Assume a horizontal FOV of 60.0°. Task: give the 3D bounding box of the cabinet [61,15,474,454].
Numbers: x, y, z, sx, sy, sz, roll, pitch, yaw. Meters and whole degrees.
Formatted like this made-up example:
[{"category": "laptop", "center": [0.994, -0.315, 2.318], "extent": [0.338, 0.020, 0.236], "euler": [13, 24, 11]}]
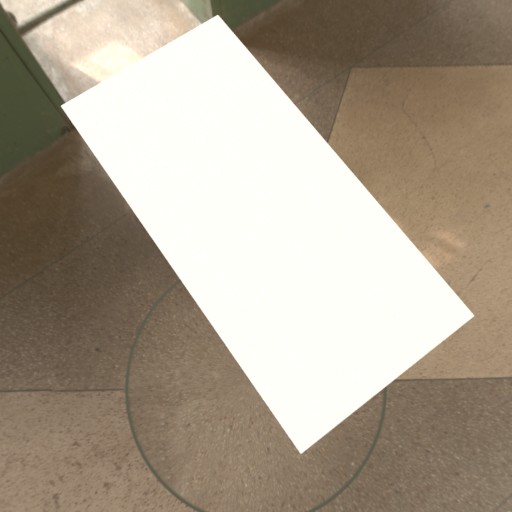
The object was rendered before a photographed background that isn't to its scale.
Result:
[{"category": "cabinet", "center": [0.000, 0.000, 1.205], "extent": [0.398, 0.761, 0.800], "euler": [-35, 77, -9]}]
